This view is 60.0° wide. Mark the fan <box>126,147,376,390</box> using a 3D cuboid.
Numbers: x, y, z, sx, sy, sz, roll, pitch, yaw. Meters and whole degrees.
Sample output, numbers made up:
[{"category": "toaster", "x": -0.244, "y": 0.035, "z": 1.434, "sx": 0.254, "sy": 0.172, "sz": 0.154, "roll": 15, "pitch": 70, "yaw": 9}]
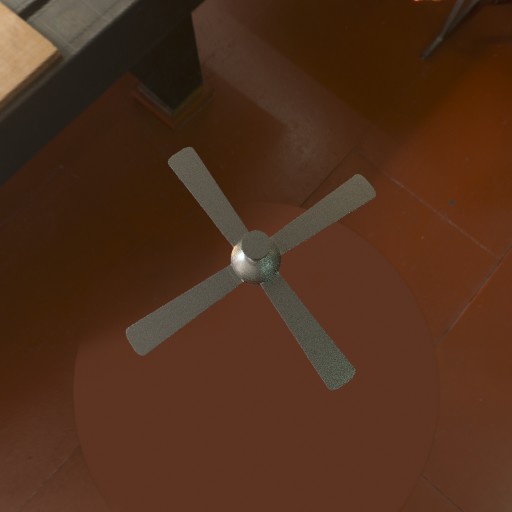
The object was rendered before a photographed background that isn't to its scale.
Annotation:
[{"category": "fan", "x": 0.000, "y": 0.000, "z": 2.041, "sx": 1.321, "sy": 0.381, "sz": 1.321, "roll": -14, "pitch": 76, "yaw": -4}]
